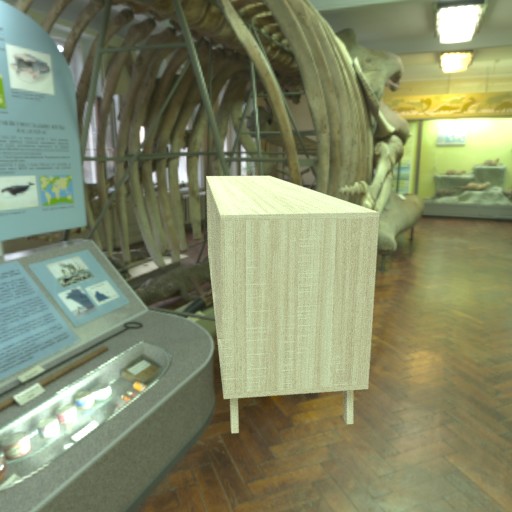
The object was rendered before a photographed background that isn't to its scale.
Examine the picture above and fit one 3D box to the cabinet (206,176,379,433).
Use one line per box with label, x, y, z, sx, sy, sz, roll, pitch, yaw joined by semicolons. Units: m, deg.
cabinet;0.000;0.000;2.514;0.500;0.780;2.200;-2;13;-7
